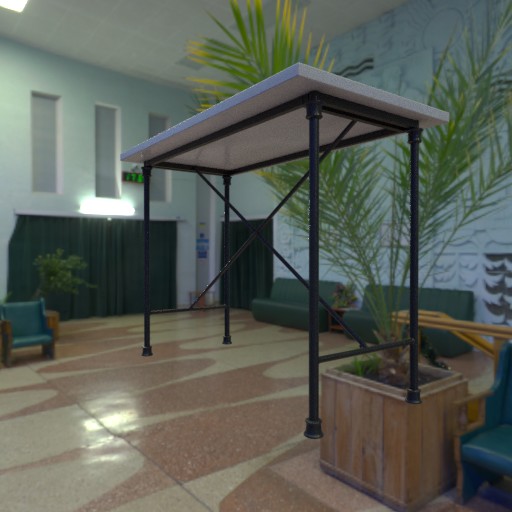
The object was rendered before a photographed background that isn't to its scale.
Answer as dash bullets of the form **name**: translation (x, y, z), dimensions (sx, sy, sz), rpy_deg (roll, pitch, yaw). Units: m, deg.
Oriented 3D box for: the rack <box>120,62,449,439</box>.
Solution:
- **rack**: translation (0.000, 0.000, 1.641), dimensions (0.613, 0.880, 1.159), rpy_deg (0, 1, -36)
